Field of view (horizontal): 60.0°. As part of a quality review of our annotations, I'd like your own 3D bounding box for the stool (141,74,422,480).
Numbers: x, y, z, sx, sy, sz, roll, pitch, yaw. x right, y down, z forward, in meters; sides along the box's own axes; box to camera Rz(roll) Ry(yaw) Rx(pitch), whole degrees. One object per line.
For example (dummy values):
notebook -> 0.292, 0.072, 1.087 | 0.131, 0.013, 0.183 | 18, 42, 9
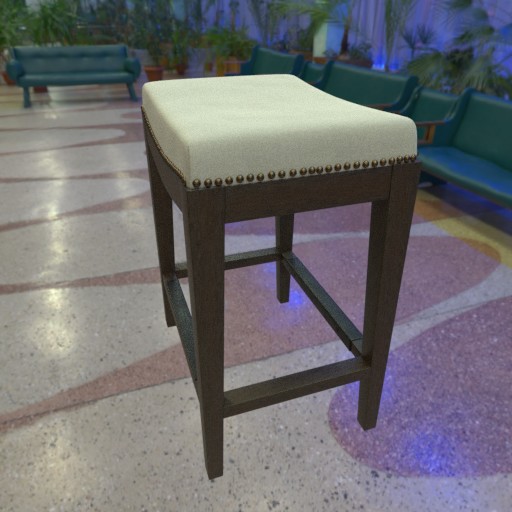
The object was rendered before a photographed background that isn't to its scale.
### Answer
stool -> 0.000, 0.000, 0.926 | 0.361, 0.642, 0.500 | -10, 32, -16
